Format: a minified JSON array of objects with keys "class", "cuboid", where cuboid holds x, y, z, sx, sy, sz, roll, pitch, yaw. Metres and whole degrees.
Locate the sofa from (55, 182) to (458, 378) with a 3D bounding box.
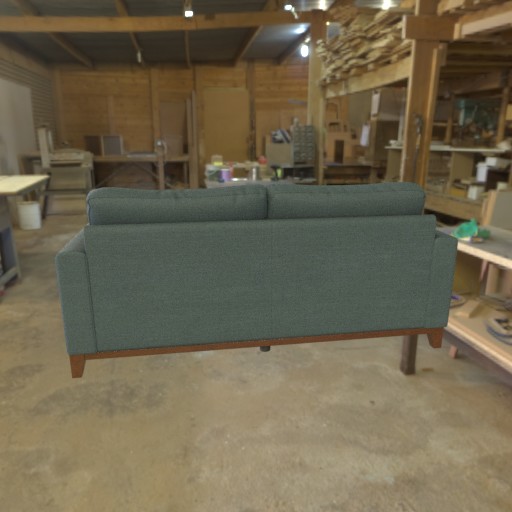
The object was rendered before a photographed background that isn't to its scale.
[{"class":"sofa","cuboid":[0.000,0.000,2.504,1.900,0.865,0.877,-3,16,-9]}]
